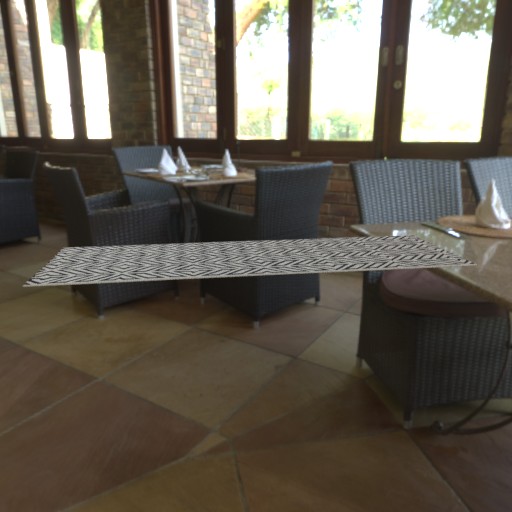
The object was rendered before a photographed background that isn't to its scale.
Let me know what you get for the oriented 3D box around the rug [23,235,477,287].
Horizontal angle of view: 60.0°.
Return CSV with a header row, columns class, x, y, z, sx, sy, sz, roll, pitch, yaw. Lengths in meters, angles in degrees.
class,x,y,z,sx,sy,sz,roll,pitch,yaw
rug,0.000,0.000,2.707,2.435,0.009,0.750,-2,16,-8
